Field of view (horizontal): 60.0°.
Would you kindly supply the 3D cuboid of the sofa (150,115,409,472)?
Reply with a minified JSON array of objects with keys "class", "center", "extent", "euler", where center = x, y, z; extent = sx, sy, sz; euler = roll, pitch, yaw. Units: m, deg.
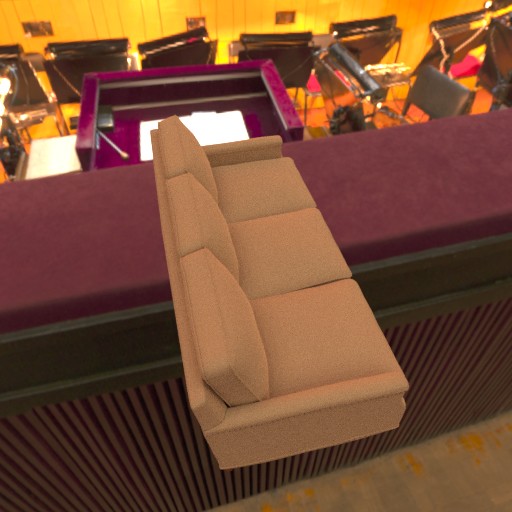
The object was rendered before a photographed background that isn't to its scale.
[{"class":"sofa","center":[0.000,0.000,2.820],"extent":[1.084,1.003,2.246],"euler":[-10,47,-9]}]
